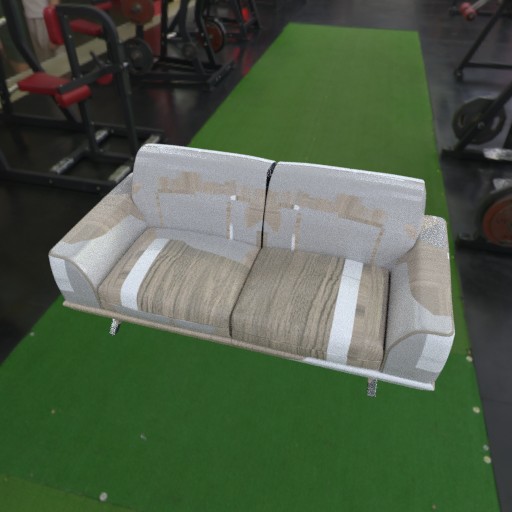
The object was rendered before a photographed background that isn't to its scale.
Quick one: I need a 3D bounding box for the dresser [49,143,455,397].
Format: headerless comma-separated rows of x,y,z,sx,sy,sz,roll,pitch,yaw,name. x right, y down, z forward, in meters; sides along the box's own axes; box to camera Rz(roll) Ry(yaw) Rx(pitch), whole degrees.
0.000,0.000,5.769,4.679,1.863,2.251,10,40,12,dresser
